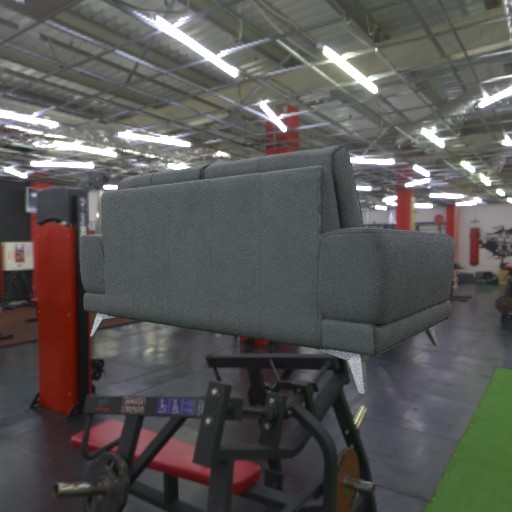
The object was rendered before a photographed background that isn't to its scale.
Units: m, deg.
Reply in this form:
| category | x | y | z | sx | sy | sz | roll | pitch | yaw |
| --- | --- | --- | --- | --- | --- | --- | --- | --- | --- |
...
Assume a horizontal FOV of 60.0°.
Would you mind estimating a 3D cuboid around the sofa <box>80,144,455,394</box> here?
| category | x | y | z | sx | sy | sz | roll | pitch | yaw |
| --- | --- | --- | --- | --- | --- | --- | --- | --- | --- |
| sofa | 0.000 | 0.000 | 2.371 | 1.806 | 0.907 | 1.018 | 1 | 2 | 37 |
